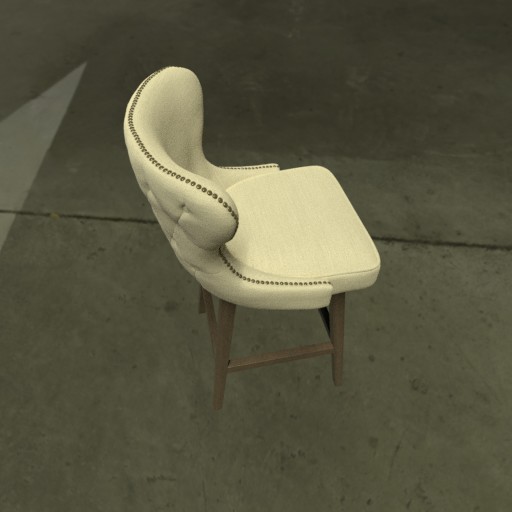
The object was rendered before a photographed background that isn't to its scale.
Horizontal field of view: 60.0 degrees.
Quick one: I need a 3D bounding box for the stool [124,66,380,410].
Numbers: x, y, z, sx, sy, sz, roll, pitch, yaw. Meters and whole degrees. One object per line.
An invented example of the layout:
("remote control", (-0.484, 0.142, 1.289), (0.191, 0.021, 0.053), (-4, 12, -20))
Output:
("stool", (0.000, 0.000, 1.344), (0.597, 0.972, 0.615), (-9, 46, -9))
